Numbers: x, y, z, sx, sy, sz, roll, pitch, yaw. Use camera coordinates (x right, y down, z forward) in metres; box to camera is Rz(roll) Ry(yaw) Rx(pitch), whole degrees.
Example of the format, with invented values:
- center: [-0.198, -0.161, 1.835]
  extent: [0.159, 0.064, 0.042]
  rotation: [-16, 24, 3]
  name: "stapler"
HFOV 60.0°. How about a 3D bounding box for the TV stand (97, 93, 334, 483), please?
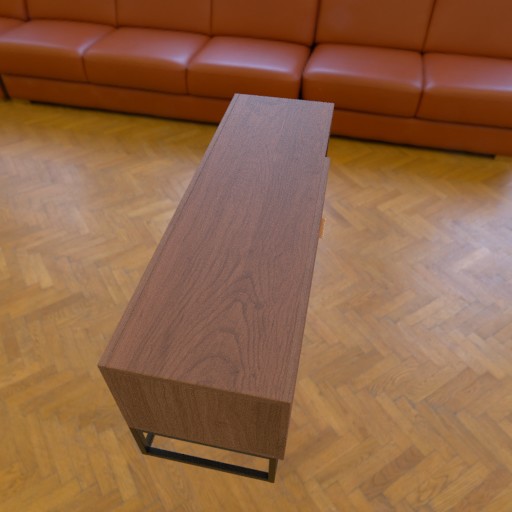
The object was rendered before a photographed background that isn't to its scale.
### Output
- center: [0.000, 0.000, 1.461]
  extent: [0.415, 0.500, 1.200]
  rotation: [9, 47, 8]
  name: "TV stand"
